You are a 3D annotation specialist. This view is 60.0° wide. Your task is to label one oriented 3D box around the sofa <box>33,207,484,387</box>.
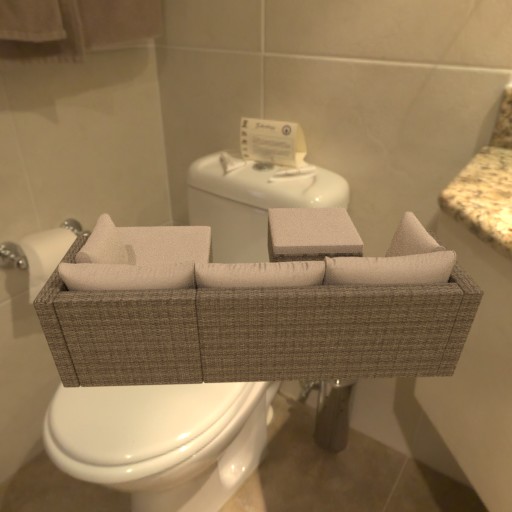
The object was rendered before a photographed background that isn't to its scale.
[{"bbox_3d":[0.000,0.000,2.980,2.192,0.766,1.662,-1,30,-2],"label":"sofa"}]
